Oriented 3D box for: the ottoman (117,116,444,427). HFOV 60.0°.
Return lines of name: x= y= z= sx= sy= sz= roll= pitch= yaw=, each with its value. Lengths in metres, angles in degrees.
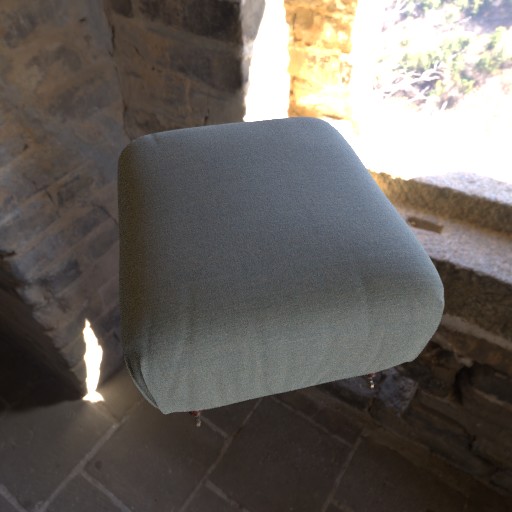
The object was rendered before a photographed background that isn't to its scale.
ottoman: x=0.000 y=0.000 z=1.119 sx=0.622 sy=0.450 sz=0.747 roll=-9 pitch=46 yaw=-9
